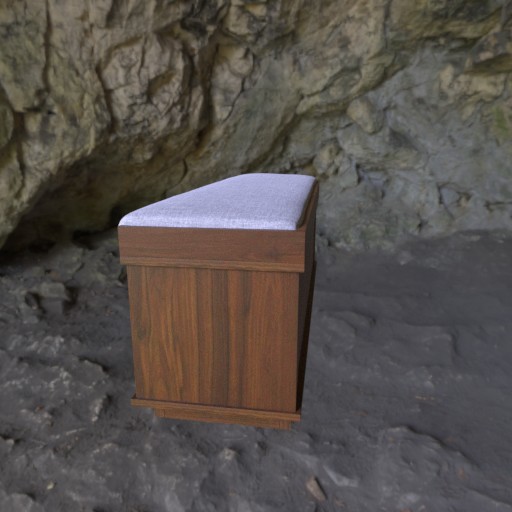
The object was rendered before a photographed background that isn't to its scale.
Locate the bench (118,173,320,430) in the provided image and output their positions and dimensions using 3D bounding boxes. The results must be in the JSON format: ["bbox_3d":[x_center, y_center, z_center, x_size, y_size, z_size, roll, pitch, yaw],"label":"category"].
[{"bbox_3d":[0.000,0.000,1.426,0.367,0.468,1.196,2,14,9],"label":"bench"}]
